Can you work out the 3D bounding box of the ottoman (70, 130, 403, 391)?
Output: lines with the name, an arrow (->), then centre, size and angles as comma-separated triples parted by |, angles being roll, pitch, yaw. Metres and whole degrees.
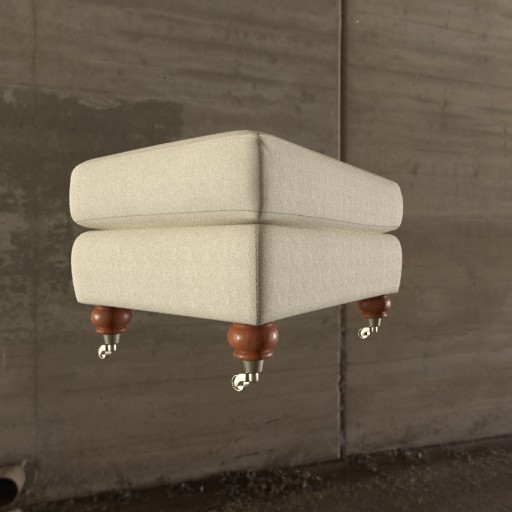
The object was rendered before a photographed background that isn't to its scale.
ottoman -> 0.000, 0.000, 1.183 | 0.569, 0.499, 0.773 | 1, 1, 36
